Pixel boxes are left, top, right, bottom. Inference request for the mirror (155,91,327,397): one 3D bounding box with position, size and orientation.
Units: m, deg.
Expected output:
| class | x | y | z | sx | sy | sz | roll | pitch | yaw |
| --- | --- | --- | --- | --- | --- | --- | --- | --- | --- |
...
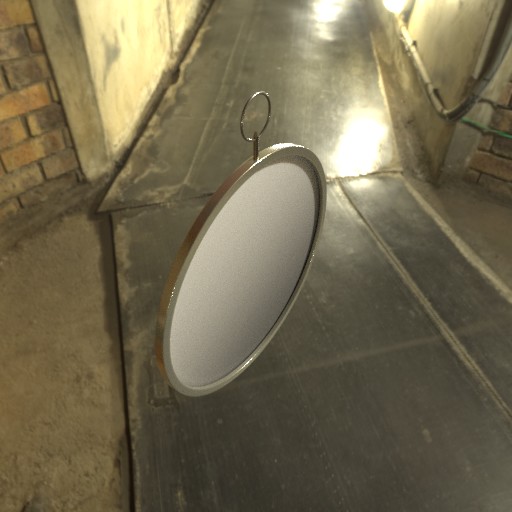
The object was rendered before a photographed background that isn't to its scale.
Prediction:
| class | x | y | z | sx | sy | sz | roll | pitch | yaw |
| --- | --- | --- | --- | --- | --- | --- | --- | --- | --- |
| mirror | 0.000 | 0.000 | 0.955 | 0.020 | 0.713 | 0.594 | 26 | 49 | 26 |
